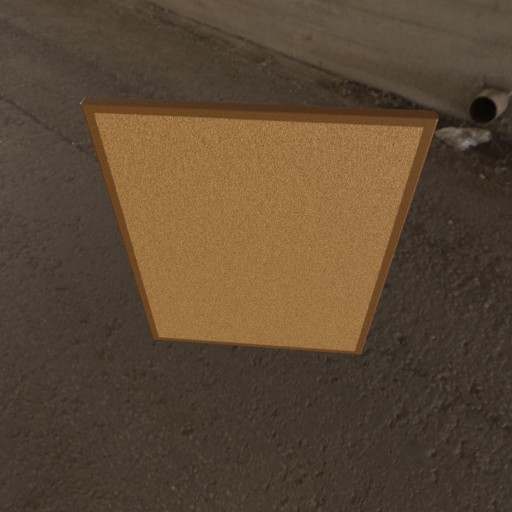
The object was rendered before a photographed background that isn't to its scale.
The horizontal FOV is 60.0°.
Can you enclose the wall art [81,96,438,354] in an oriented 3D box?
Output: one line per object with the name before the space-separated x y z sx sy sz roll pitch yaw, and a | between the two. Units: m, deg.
wall art | 0.000 0.000 0.760 0.449 0.550 0.021 3 47 3
